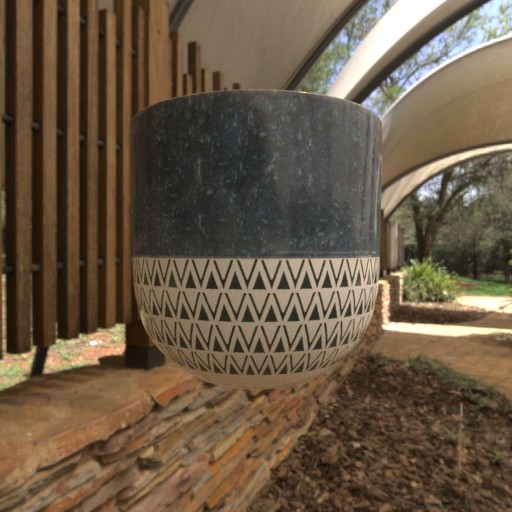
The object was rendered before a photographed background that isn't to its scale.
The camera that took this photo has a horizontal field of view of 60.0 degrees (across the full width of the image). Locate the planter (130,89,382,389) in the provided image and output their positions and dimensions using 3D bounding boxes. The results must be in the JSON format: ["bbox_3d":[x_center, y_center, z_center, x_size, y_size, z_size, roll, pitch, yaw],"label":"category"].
[{"bbox_3d":[0.000,0.000,0.487,0.266,0.270,0.266,0,1,0],"label":"planter"}]
